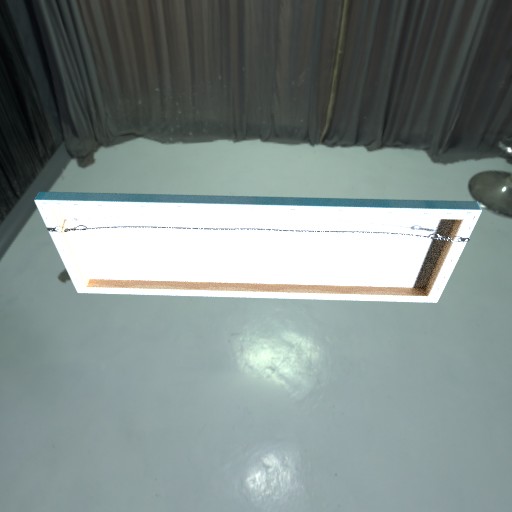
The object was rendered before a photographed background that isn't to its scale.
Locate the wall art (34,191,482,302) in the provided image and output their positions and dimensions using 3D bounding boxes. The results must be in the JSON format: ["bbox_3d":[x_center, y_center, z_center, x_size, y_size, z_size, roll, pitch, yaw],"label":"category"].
[{"bbox_3d":[0.000,0.000,0.840,0.759,0.254,0.044,1,47,1],"label":"wall art"}]
